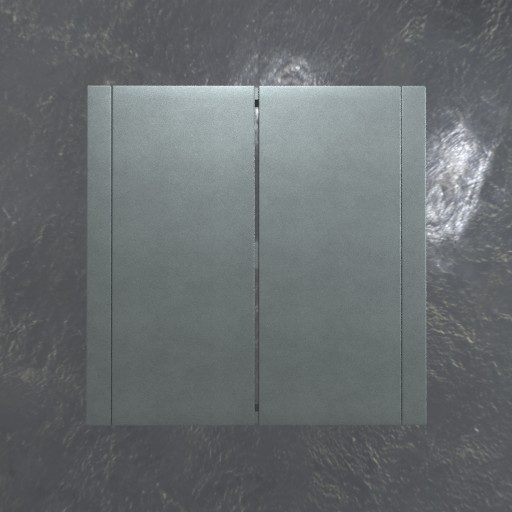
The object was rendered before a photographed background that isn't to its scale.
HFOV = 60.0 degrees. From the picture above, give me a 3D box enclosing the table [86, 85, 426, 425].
[{"bbox_3d":[0.000,0.000,0.913,0.508,0.508,0.508,0,90,0],"label":"table"}]
